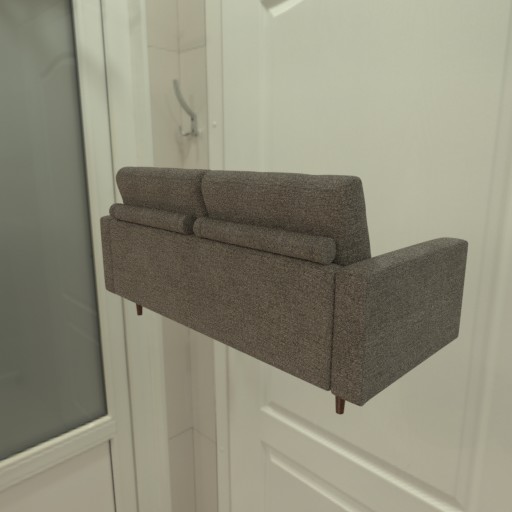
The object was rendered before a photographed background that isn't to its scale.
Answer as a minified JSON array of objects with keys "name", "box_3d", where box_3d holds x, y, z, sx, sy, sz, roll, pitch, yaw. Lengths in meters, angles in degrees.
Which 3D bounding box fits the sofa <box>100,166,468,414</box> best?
[{"name":"sofa","box_3d":[0.000,0.000,2.314,0.863,0.902,1.821,-13,18,-43]}]
